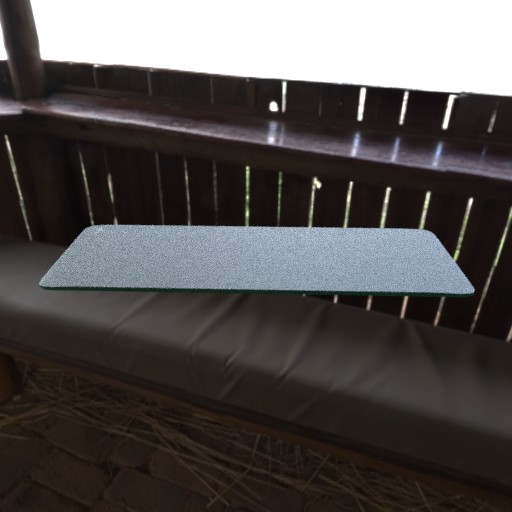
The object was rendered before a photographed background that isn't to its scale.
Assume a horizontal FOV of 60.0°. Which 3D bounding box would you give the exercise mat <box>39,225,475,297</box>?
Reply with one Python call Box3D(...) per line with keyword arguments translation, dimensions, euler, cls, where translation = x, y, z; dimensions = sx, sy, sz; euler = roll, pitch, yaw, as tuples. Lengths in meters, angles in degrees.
Box3D(translation=(0.000, 0.000, 2.130), dimensions=(1.869, 0.021, 0.616), euler=(1, 29, 2), cls="exercise mat")
